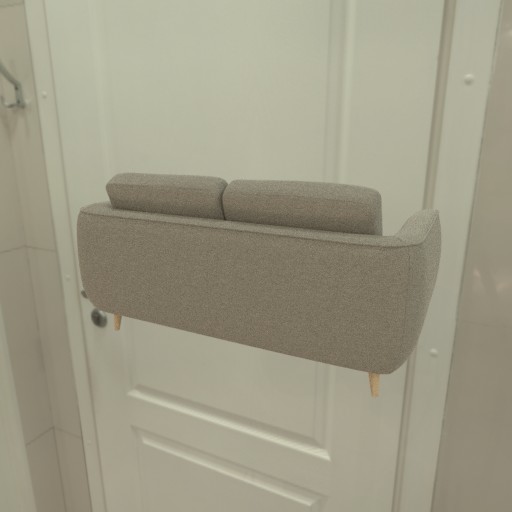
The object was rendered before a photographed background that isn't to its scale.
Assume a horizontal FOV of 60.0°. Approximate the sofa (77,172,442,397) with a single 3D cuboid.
[{"bbox_3d":[0.000,0.000,2.262,1.700,0.850,0.920,8,18,25],"label":"sofa"}]
